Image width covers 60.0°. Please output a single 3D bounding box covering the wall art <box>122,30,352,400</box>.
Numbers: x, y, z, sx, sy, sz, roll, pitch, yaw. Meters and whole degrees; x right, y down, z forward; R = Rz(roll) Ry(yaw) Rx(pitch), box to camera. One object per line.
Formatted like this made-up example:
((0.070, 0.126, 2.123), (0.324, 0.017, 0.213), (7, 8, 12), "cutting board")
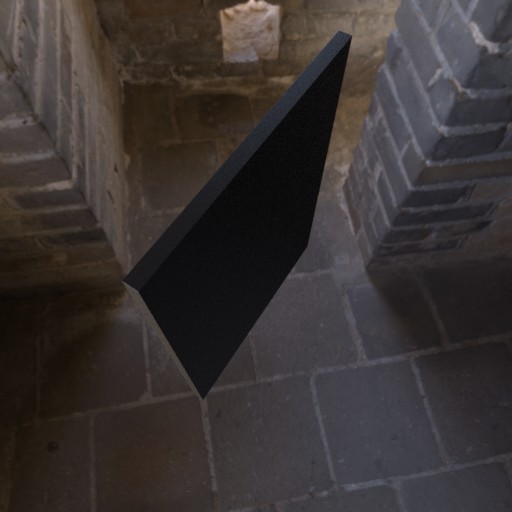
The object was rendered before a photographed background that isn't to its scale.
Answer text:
((0.000, 0.000, 1.398), (0.038, 1.062, 0.806), (30, 66, 15), "wall art")
